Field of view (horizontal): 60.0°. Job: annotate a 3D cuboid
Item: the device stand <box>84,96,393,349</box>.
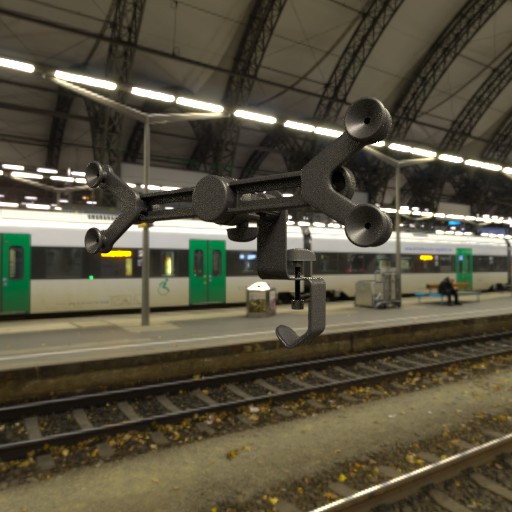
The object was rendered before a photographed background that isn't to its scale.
[{"bbox_3d":[0.000,0.000,0.366,0.270,0.166,0.142,-1,-2,36],"label":"device stand"}]
